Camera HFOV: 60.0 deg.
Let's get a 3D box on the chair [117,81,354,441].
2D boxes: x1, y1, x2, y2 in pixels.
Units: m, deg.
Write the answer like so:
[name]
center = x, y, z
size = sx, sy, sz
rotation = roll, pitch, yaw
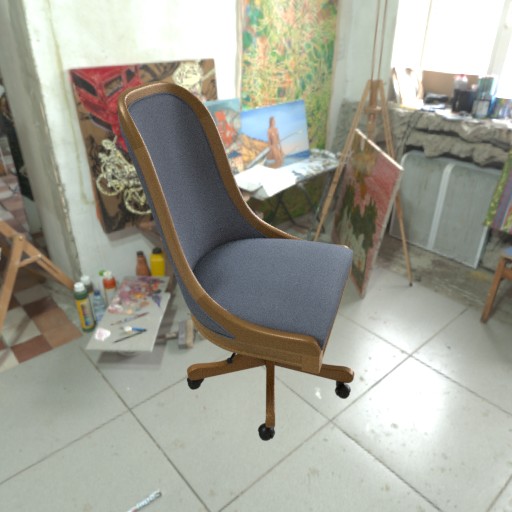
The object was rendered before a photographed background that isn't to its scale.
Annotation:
[chair]
center = 0.000, 0.000, 1.464
size = 0.735, 1.031, 0.605
rotation = 10, 32, 17
